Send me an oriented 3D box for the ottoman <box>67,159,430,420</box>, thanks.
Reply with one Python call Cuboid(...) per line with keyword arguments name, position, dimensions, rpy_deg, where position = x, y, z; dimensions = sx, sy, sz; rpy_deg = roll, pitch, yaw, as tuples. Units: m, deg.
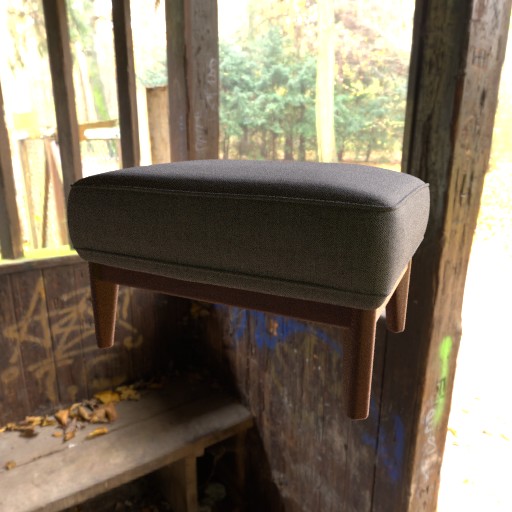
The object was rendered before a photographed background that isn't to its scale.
Cuboid(name="ottoman", position=(0.000, 0.000, 1.108), dimensions=(0.750, 0.458, 0.555), rpy_deg=(8, 17, 26))
